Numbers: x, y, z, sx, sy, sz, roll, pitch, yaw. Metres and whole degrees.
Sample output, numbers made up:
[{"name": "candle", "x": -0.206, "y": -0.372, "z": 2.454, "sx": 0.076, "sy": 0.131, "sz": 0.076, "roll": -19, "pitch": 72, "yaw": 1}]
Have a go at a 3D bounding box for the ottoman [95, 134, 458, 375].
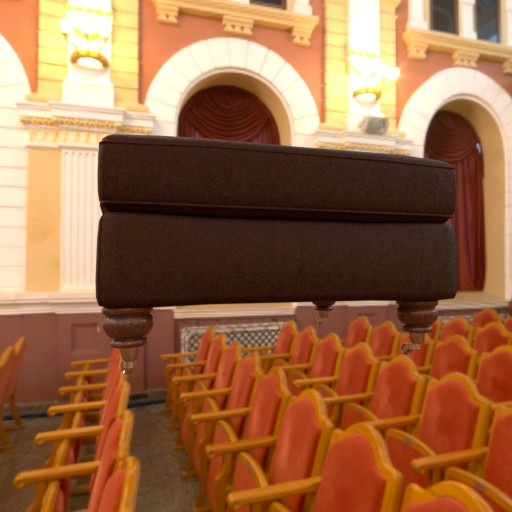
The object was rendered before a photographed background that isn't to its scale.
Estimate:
[{"name": "ottoman", "x": 0.000, "y": 0.000, "z": 1.808, "sx": 1.187, "sy": 0.730, "sz": 0.967, "roll": 0, "pitch": -2, "yaw": -17}]
